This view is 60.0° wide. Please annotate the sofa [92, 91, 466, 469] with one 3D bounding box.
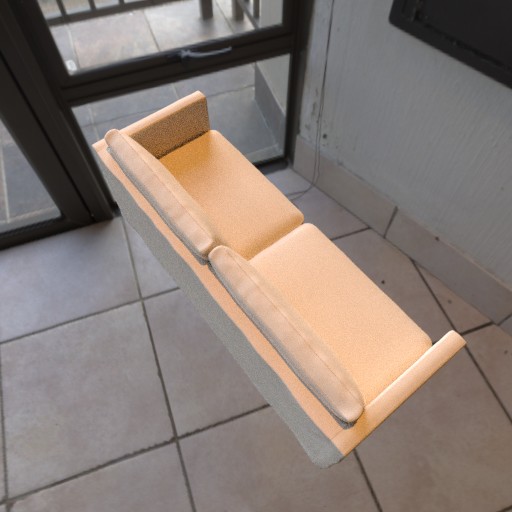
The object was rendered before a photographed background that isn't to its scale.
[{"bbox_3d":[0.000,0.000,3.243,1.036,0.999,2.779,-34,66,-18],"label":"sofa"}]
